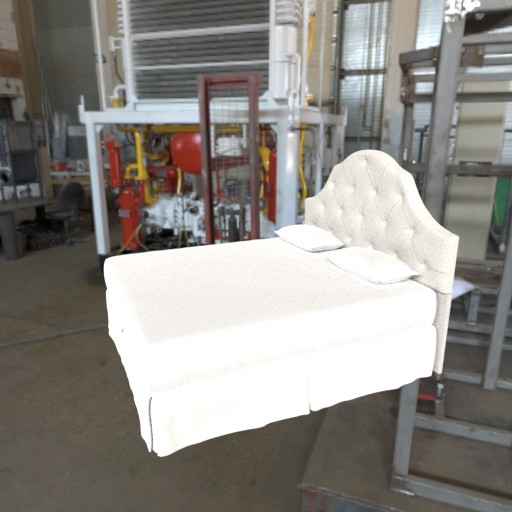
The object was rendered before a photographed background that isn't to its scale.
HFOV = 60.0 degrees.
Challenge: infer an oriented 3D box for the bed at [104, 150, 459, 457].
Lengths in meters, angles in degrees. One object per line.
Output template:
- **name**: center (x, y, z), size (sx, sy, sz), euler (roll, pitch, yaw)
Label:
- **bed**: center (0.000, 0.000, 3.553), size (2.214, 1.615, 2.008), euler (-7, 18, -24)
